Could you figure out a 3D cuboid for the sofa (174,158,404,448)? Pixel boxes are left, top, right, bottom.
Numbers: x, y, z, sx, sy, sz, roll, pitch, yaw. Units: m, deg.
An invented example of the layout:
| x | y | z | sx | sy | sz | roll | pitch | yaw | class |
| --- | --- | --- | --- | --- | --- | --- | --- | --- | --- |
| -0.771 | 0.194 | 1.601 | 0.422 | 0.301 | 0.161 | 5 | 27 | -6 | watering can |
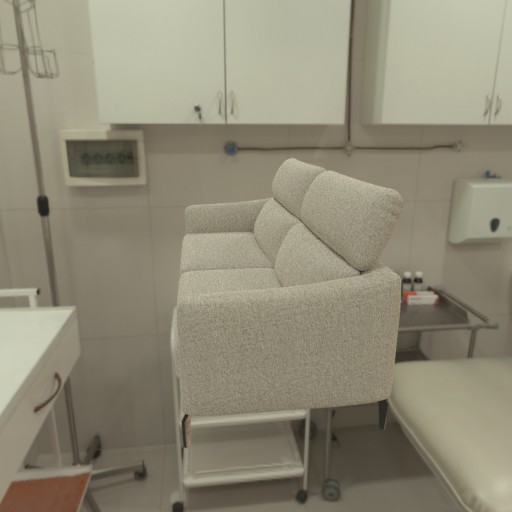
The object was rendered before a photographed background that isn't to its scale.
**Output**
| x | y | z | sx | sy | sz | roll | pitch | yaw | class |
| --- | --- | --- | --- | --- | --- | --- | --- | --- | --- |
| 0.000 | 0.000 | 2.484 | 0.856 | 0.956 | 2.015 | -2 | 16 | -8 | sofa |
